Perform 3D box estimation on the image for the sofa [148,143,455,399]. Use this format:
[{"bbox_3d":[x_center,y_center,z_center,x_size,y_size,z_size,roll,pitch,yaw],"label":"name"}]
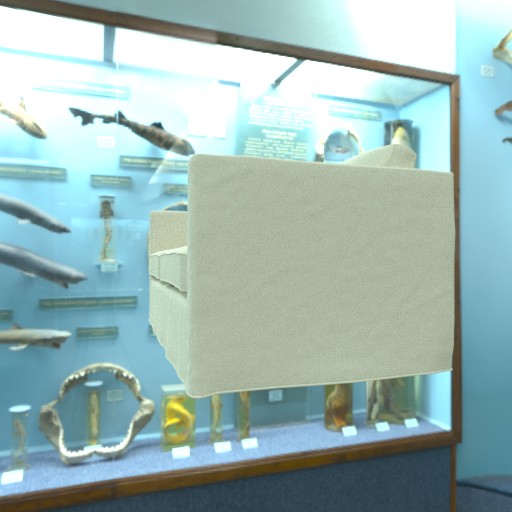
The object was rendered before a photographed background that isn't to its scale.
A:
[{"bbox_3d":[0.000,0.000,2.236,0.962,0.834,1.746,0,0,-17],"label":"sofa"}]
